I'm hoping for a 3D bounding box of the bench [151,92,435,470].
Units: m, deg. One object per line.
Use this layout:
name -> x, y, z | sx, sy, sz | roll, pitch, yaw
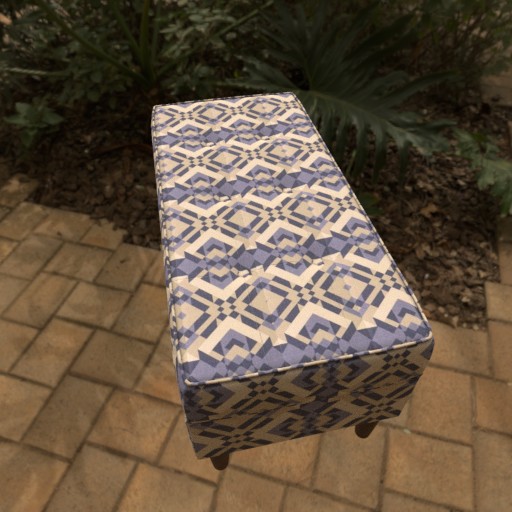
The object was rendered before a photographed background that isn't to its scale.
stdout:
bench -> 0.000, 0.000, 1.272 | 0.492, 0.477, 1.016 | -9, 47, -8
